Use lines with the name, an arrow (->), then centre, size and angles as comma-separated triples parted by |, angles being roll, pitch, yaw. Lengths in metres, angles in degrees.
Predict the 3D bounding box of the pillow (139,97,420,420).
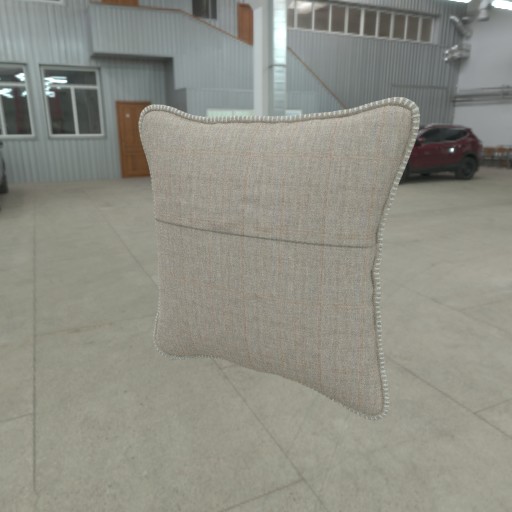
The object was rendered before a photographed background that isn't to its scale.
pillow -> 0.000, 0.000, 0.748 | 0.485, 0.494, 0.124 | 9, 19, 28
